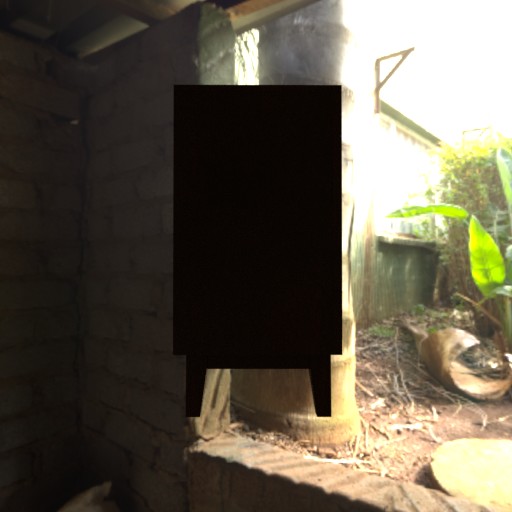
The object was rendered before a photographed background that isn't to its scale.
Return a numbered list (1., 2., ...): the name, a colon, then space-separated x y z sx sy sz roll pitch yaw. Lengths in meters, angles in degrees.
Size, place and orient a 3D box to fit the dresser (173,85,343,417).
1. dresser: 0.000 0.000 2.084 0.499 0.971 1.609 0 -1 0
